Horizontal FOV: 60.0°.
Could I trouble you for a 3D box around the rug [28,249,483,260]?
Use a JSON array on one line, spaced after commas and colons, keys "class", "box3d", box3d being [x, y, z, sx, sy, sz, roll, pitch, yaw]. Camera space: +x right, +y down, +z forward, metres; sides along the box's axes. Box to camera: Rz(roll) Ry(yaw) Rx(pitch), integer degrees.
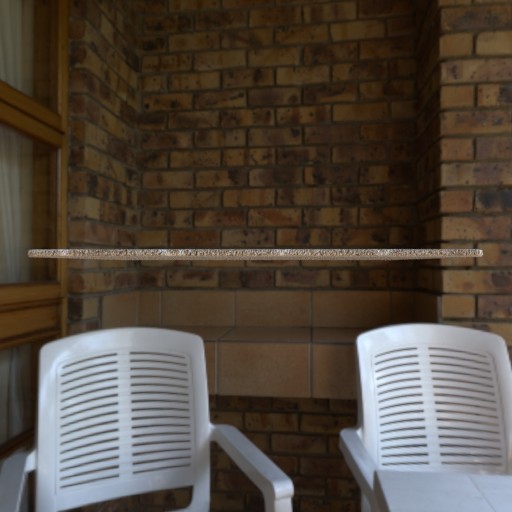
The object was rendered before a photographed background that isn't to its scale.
[{"class": "rug", "box3d": [0.000, 0.000, 2.325, 1.778, 0.030, 1.219, 0, -1, 1]}]
